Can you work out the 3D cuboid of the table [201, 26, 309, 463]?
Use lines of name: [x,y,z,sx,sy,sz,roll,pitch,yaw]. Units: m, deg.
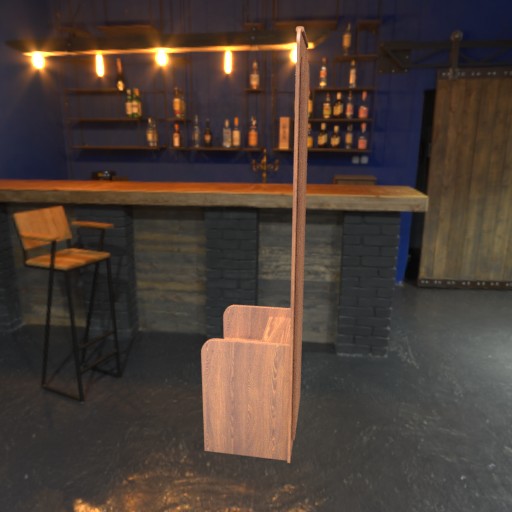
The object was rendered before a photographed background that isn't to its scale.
table: [0.000,0.000,2.031,0.420,1.830,0.450,3,15,9]
